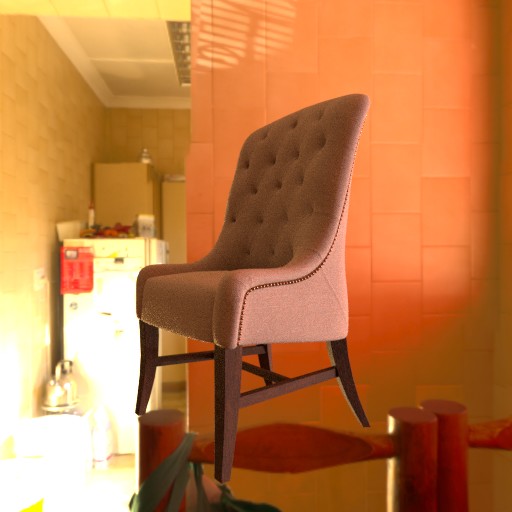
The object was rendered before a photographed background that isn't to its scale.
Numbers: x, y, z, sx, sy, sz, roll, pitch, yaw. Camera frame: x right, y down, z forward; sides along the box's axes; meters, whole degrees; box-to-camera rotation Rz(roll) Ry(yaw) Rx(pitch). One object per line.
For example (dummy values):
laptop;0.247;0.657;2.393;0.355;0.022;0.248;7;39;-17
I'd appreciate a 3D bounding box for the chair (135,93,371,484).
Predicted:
chair;0.000;0.000;1.476;0.629;1.091;0.634;0;1;-36
